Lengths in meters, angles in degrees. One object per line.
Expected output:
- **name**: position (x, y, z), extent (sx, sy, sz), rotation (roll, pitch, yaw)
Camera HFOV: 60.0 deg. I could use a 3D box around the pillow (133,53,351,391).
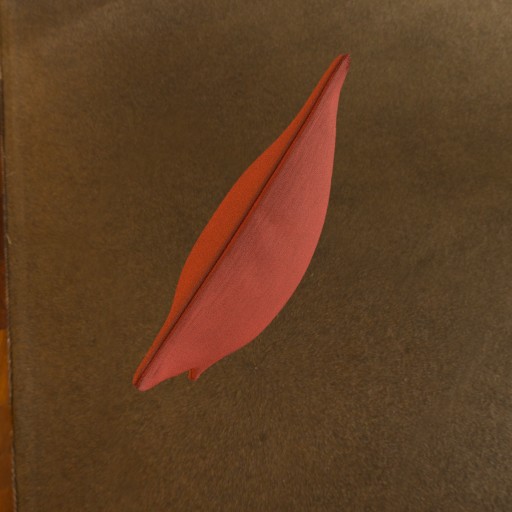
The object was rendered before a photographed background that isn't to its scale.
- **pillow**: position (0.000, 0.000, 0.660), extent (0.151, 0.416, 0.435), rotation (30, 78, 7)
